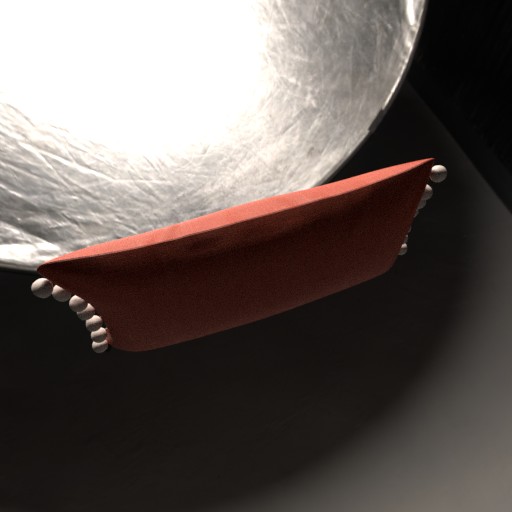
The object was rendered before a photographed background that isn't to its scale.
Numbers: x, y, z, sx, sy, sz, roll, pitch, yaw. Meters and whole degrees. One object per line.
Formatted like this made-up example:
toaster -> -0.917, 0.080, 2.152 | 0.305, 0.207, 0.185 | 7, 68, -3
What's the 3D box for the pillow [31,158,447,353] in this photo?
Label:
pillow -> 0.000, 0.000, 0.823 | 0.709, 0.322, 0.201 | -17, 60, -10
